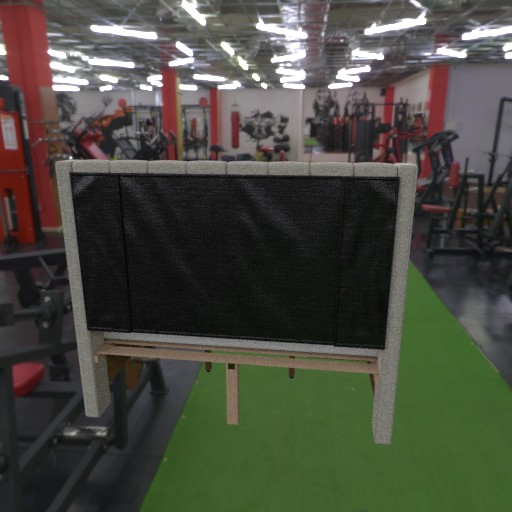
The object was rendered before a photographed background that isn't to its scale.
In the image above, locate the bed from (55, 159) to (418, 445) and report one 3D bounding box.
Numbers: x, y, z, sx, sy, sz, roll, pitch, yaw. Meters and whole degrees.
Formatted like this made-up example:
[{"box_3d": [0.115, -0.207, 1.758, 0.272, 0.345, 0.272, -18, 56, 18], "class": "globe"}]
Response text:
[{"box_3d": [0.000, 0.000, 3.794, 2.044, 1.748, 2.372, 2, 16, 8], "class": "bed"}]
